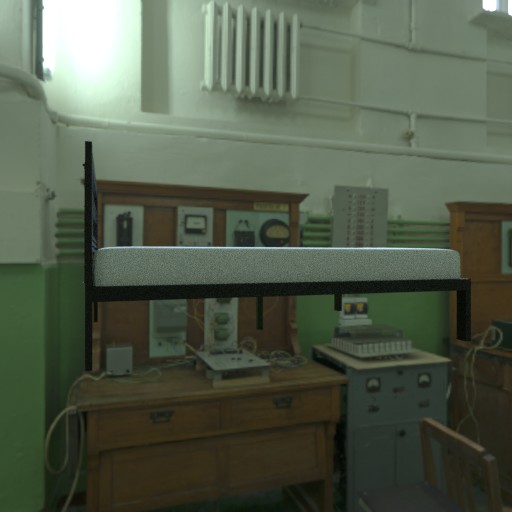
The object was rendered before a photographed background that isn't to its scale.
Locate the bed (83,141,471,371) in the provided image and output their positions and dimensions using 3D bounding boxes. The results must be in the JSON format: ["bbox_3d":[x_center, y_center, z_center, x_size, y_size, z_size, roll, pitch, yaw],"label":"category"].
[{"bbox_3d":[0.000,0.000,2.909,2.062,0.967,1.524,0,0,-19],"label":"bed"}]
